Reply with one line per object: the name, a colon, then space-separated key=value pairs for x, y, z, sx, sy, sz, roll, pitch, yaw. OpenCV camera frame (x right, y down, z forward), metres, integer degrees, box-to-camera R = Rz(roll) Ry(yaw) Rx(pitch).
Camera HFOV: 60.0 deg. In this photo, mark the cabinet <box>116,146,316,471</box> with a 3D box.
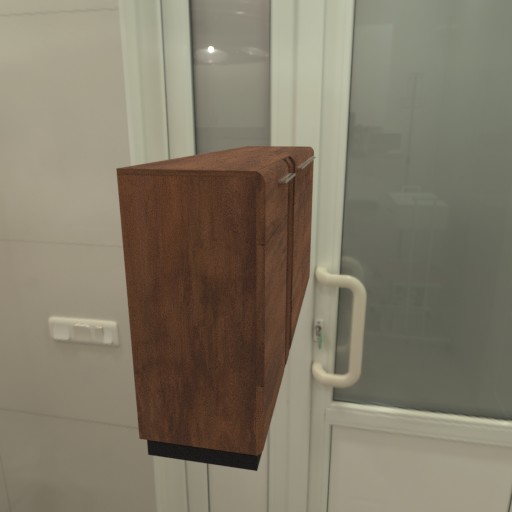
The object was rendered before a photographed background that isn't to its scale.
cabinet: x=0.000 y=0.000 z=1.993 sx=0.420 sy=0.900 sz=1.600 roll=3 pitch=16 yaw=11
